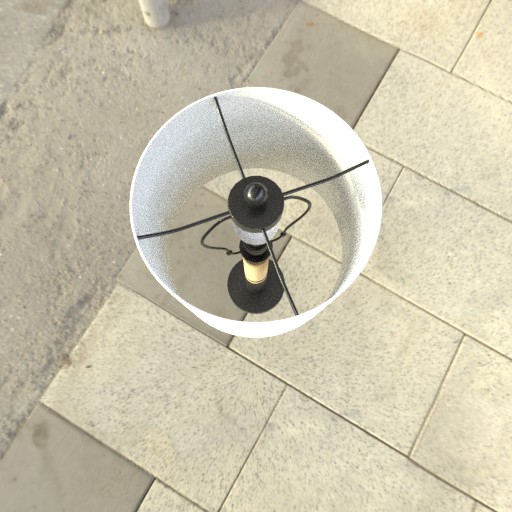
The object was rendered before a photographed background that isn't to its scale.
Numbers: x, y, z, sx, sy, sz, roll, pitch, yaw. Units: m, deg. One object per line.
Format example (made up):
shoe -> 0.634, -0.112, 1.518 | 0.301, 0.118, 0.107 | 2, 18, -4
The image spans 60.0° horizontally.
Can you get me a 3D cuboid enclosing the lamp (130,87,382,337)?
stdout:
lamp -> 0.000, 0.000, 0.822 | 0.305, 0.640, 0.305 | 27, 78, 6
